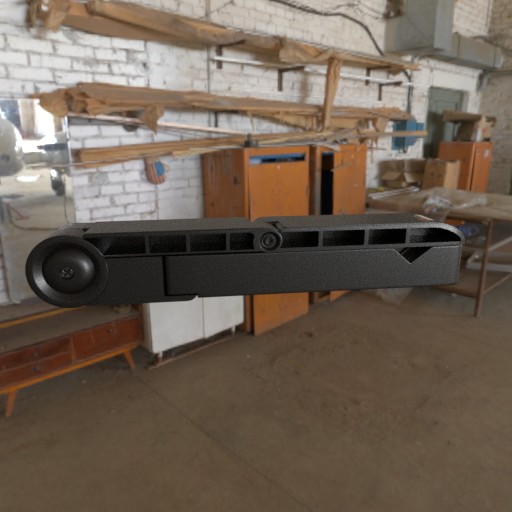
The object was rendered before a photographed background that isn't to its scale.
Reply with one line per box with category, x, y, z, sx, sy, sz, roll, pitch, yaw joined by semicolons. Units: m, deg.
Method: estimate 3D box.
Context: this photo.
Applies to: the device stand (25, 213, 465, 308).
device stand;0.000;0.000;0.190;0.179;0.030;0.026;-2;16;-8
